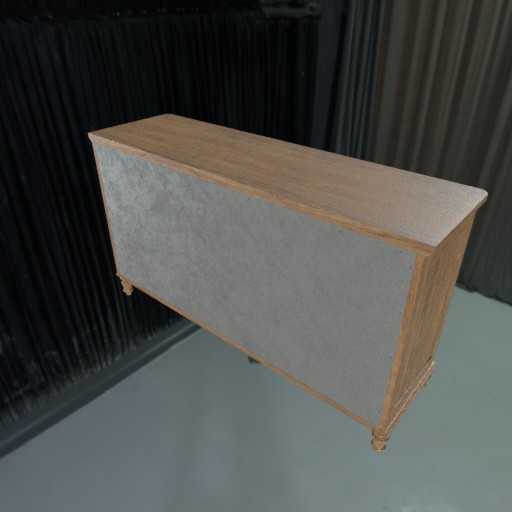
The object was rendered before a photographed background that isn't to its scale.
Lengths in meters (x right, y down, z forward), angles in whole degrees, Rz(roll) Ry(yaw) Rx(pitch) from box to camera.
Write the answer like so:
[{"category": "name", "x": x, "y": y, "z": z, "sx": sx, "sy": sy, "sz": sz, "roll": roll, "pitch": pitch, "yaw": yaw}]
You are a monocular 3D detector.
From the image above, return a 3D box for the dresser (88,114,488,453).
[{"category": "dresser", "x": 0.000, "y": 0.000, "z": 1.940, "sx": 1.583, "sy": 0.892, "sz": 0.468, "roll": 24, "pitch": 38, "yaw": 33}]
